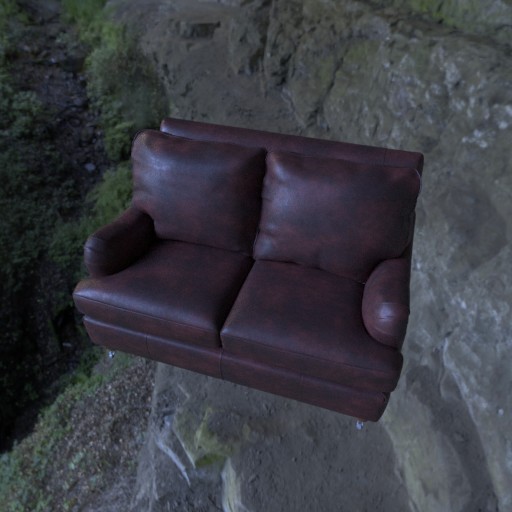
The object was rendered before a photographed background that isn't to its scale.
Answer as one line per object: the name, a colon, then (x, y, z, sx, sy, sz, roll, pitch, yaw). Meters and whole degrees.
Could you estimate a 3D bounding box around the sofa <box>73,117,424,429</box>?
sofa: (0.000, 0.000, 2.399, 1.628, 1.070, 1.148, 12, 42, 13)
